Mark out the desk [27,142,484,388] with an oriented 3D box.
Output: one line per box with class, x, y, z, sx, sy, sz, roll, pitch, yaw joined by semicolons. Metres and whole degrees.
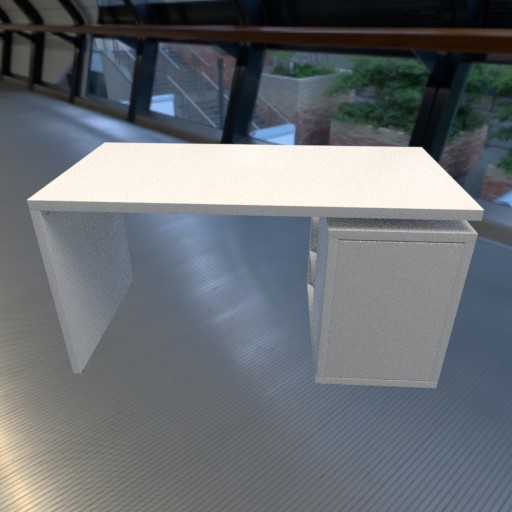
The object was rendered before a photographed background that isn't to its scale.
desk;0.000;0.000;1.834;1.400;0.740;0.690;2;29;3
